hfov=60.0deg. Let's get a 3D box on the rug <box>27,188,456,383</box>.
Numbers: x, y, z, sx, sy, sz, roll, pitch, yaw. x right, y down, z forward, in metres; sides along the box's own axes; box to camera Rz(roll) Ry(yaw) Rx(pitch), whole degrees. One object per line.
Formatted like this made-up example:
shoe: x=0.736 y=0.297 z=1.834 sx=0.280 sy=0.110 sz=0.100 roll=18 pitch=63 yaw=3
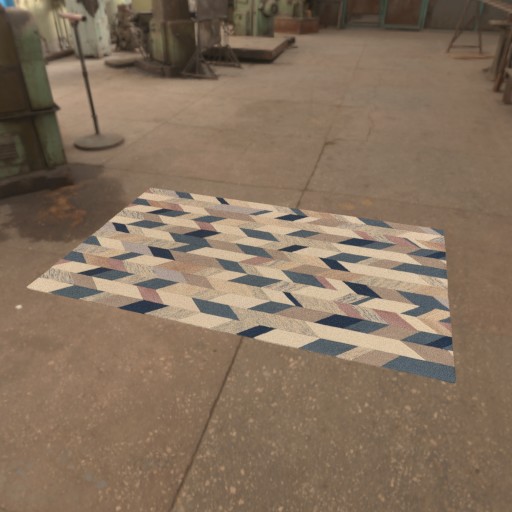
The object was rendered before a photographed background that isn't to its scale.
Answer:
rug: x=0.000 y=0.000 z=2.959 sx=2.423 sy=0.008 sz=1.513 roll=10 pitch=34 yaw=15
